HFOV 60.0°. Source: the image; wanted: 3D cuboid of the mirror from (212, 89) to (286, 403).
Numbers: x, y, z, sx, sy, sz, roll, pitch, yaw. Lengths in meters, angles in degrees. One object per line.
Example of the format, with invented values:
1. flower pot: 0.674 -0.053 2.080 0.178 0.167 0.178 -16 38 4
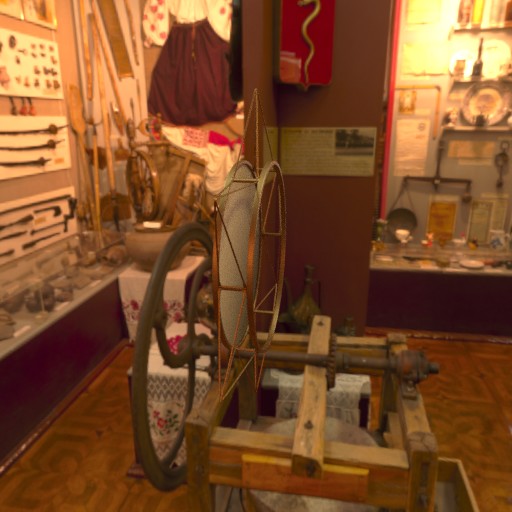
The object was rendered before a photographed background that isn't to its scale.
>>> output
1. mirror: 0.000 0.000 0.821 0.062 0.581 0.498 3 17 11
